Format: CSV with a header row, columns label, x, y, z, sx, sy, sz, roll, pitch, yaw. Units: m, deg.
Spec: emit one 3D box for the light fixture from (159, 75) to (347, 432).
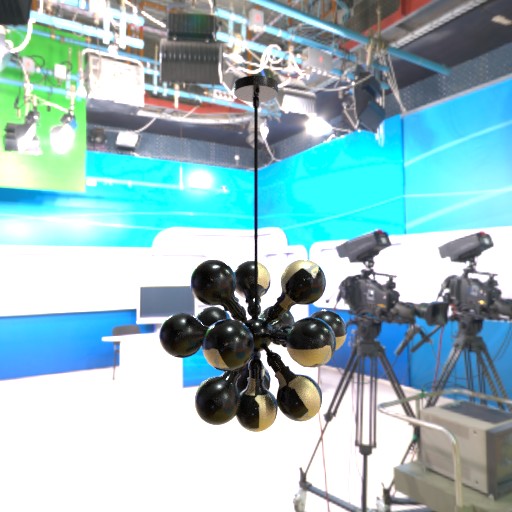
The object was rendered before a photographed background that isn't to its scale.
label,x,y,z,sx,sy,sz,roll,pitch,yaw
light fixture,0.000,0.000,1.100,0.420,0.859,0.468,-1,-2,19
